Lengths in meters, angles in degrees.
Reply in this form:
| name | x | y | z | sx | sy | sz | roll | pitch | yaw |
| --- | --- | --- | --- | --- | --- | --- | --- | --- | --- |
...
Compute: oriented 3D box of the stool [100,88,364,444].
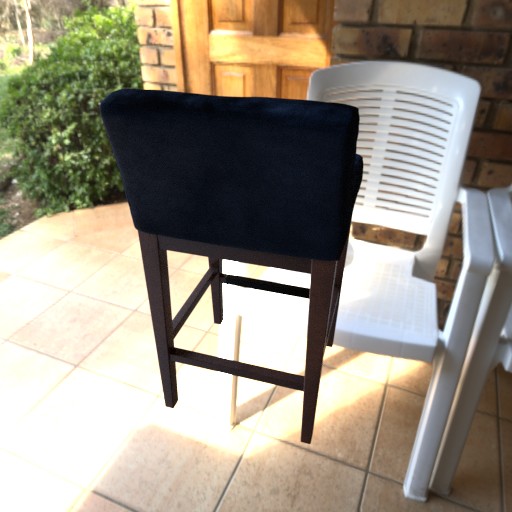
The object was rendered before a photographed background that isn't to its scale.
| name | x | y | z | sx | sy | sz | roll | pitch | yaw |
| --- | --- | --- | --- | --- | --- | --- | --- | --- | --- |
| stool | 0.000 | 0.000 | 1.247 | 0.511 | 0.945 | 0.516 | 9 | 33 | 14 |
